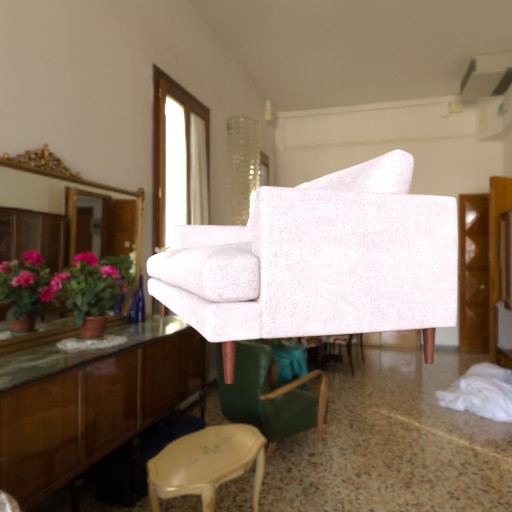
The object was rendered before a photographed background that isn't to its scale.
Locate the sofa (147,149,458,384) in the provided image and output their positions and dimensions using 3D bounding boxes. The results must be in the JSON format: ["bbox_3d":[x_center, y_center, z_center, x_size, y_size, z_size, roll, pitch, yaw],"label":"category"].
[{"bbox_3d":[0.000,0.000,2.474,1.020,0.868,1.948,0,0,-19],"label":"sofa"}]
